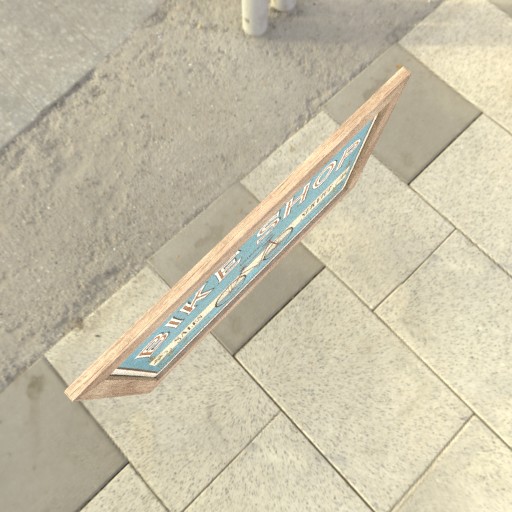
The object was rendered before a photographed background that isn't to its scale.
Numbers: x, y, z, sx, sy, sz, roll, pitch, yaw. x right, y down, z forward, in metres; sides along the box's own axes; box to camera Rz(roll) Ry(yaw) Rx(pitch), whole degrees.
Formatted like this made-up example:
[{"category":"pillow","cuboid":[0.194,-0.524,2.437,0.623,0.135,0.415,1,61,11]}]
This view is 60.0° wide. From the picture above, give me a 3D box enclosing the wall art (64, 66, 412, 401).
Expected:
[{"category":"wall art","cuboid":[0.000,0.000,0.948,0.021,0.480,0.780,43,79,11]}]
